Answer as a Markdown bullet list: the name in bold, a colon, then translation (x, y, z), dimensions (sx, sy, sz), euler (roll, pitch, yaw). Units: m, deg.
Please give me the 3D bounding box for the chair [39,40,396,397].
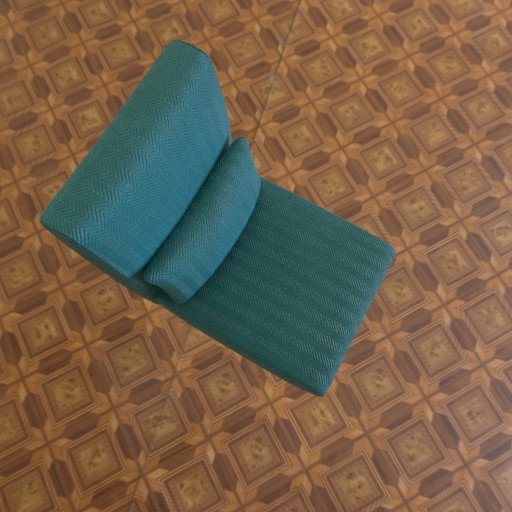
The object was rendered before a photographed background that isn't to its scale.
- **chair**: translation (0.000, 0.000, 1.411), dimensions (0.808, 0.927, 0.579), euler (29, 76, 8)
